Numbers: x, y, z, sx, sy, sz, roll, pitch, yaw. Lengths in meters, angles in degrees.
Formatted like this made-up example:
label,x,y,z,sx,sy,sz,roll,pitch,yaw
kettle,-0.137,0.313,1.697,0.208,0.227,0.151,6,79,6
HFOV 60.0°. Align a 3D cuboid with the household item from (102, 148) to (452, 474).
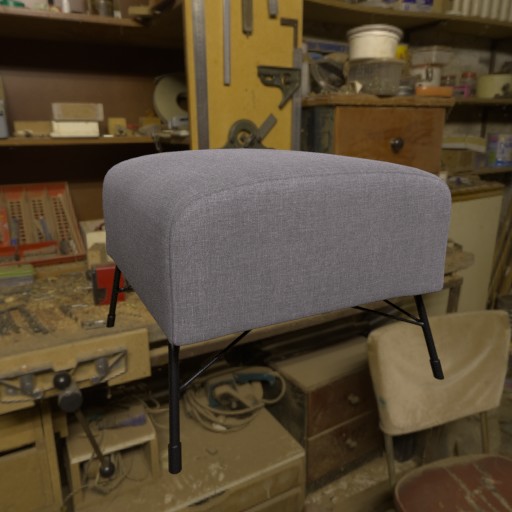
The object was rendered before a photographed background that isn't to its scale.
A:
label,x,y,z,sx,sy,sz,roll,pitch,yaw
household item,0.000,0.000,0.882,0.530,0.410,0.530,-8,18,-26
